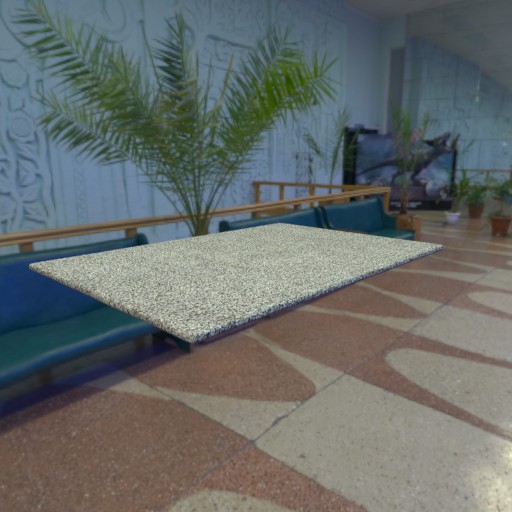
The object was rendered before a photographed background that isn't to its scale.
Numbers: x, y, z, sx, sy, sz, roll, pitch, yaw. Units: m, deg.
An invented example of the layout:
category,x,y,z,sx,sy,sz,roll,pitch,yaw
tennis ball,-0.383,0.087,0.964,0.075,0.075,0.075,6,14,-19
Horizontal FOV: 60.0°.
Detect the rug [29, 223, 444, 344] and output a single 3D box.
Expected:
category,x,y,z,sx,sy,sz,roll,pitch,yaw
rug,0.000,0.000,2.266,1.219,0.030,1.778,12,18,43
